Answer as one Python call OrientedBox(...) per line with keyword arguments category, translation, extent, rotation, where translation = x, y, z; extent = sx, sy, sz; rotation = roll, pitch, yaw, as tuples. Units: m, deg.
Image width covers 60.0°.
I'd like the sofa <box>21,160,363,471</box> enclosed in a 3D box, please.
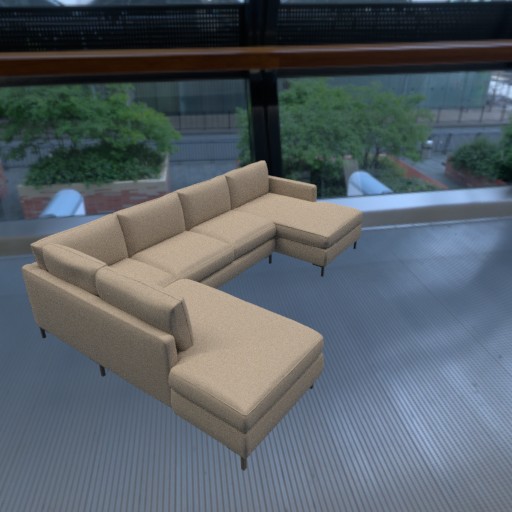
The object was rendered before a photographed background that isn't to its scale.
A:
OrientedBox(category="sofa", translation=(0.000, 0.000, 3.451), extent=(1.879, 0.756, 2.737), rotation=(18, 32, 32))
